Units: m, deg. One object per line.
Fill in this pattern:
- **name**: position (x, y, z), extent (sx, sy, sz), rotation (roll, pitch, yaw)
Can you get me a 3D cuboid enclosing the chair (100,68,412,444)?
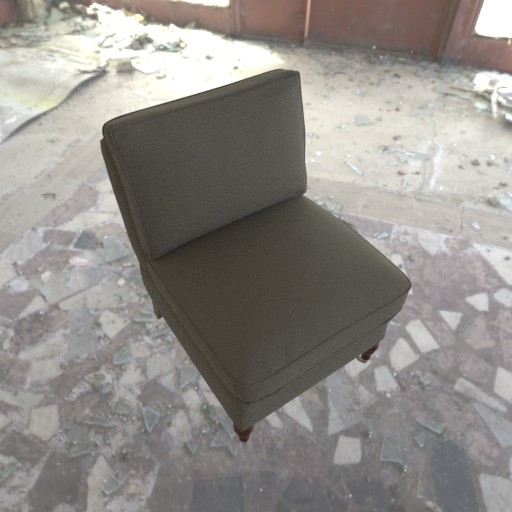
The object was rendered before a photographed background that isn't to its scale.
- **chair**: position (0.000, 0.000, 1.643), extent (0.724, 1.045, 0.924), rotation (-26, 51, -23)
